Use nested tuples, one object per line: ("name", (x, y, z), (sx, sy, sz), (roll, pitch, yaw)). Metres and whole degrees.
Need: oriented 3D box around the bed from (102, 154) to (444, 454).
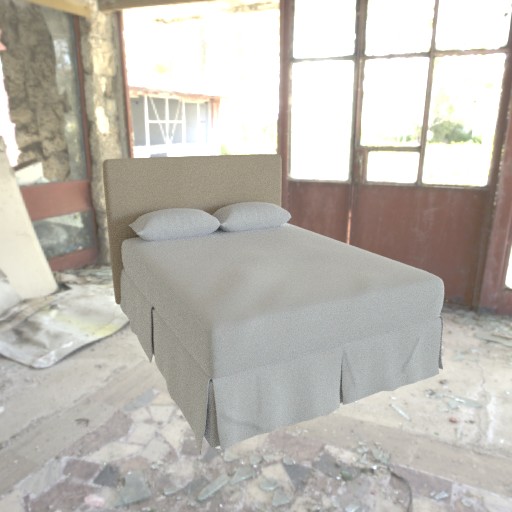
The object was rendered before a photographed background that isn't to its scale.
("bed", (0.000, 0.000, 3.244), (1.723, 1.330, 2.142), (-8, 18, -27))
